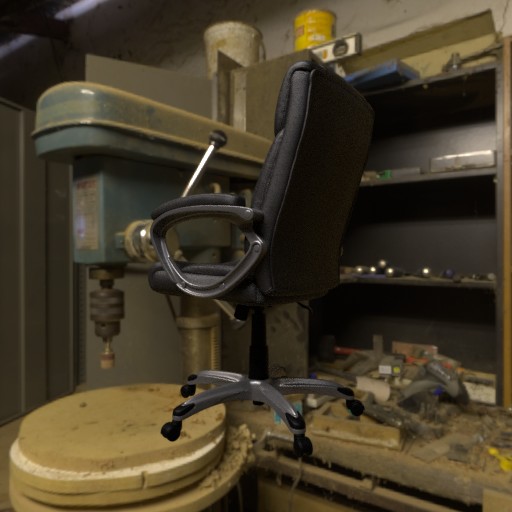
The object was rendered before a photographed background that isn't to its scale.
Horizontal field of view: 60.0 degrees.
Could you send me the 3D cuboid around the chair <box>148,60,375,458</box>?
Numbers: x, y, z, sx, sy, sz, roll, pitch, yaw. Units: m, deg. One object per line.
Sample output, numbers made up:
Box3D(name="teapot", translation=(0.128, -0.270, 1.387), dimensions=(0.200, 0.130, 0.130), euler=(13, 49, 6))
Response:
Box3D(name="chair", translation=(0.000, 0.000, 1.582), dimensions=(0.719, 1.130, 0.721), euler=(0, 0, 36))
